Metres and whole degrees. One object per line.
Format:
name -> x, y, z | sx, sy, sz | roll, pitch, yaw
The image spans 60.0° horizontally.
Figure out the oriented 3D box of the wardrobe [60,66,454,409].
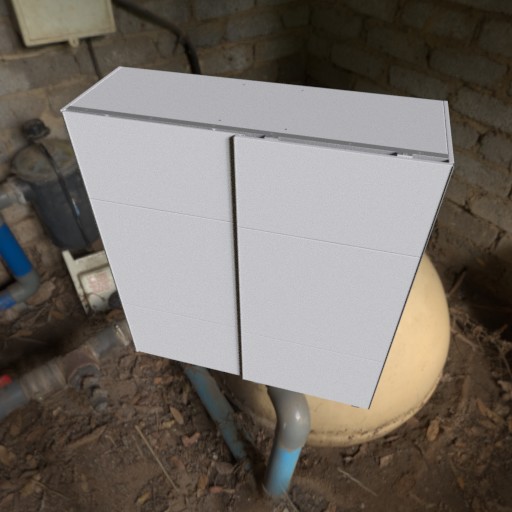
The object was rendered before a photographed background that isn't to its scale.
wardrobe -> 0.000, 0.000, 2.790 | 1.780, 1.960, 0.629 | 10, 44, 11
